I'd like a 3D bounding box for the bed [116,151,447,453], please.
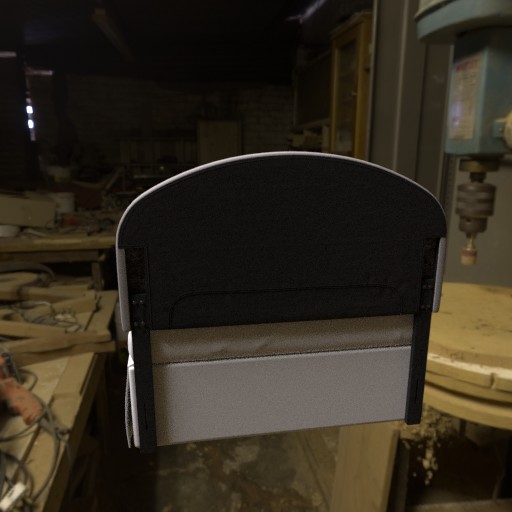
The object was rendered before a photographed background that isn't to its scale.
[{"bbox_3d":[0.000,0.000,3.017,1.607,1.410,2.005,-2,14,-9],"label":"bed"}]
